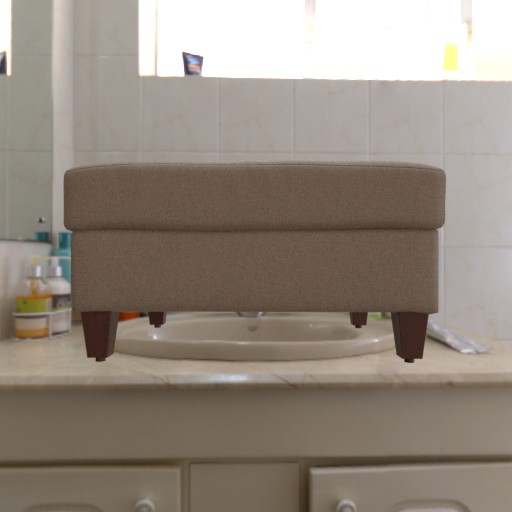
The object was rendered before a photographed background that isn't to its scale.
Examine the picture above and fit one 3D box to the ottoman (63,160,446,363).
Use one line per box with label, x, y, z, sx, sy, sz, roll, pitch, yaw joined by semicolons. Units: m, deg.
ottoman;0.000;0.000;1.336;0.902;0.511;0.692;0;-1;1
